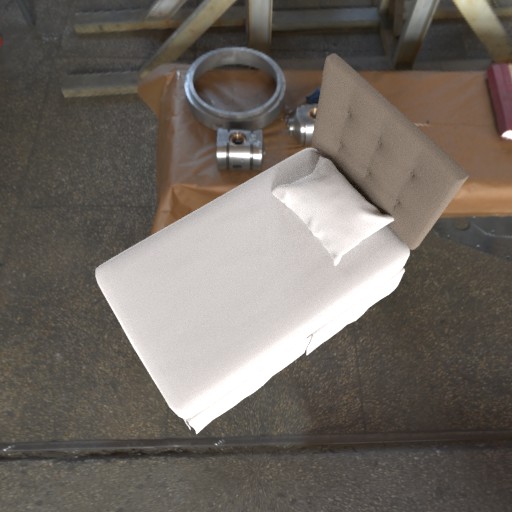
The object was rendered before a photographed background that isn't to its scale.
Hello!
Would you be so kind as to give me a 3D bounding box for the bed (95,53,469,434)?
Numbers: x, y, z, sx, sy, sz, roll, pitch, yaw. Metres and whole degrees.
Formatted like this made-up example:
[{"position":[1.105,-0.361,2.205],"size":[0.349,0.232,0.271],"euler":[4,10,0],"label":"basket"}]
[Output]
[{"position":[0.000,0.000,2.988],"size":[1.997,1.571,1.261],"euler":[-32,68,-14],"label":"bed"}]
